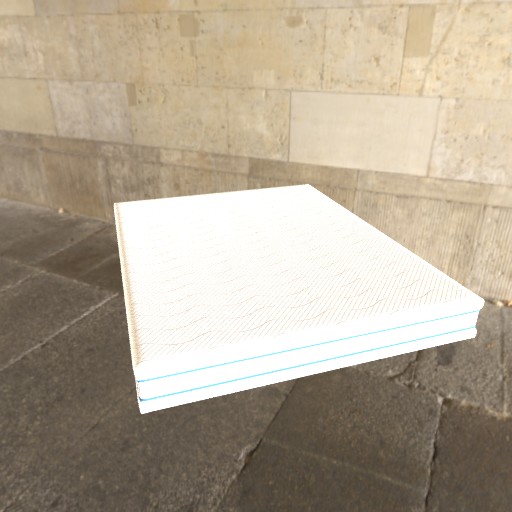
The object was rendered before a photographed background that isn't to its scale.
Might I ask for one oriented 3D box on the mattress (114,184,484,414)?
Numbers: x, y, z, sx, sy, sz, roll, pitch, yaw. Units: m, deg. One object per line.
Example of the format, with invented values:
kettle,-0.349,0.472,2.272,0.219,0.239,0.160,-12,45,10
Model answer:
mattress,0.000,0.000,2.748,1.600,0.230,2.000,-8,27,-16
